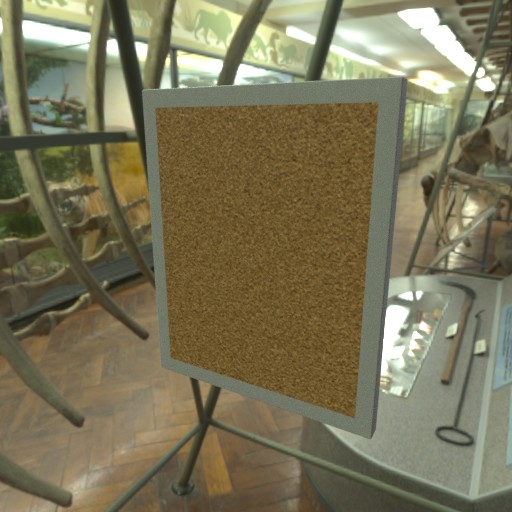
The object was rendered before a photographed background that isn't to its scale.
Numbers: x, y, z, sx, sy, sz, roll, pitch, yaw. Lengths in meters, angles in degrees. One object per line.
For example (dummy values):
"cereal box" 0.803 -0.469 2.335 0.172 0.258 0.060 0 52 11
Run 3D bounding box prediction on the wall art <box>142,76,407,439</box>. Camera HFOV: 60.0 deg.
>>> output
"wall art" 0.000 0.000 0.770 0.454 0.556 0.028 9 19 29
